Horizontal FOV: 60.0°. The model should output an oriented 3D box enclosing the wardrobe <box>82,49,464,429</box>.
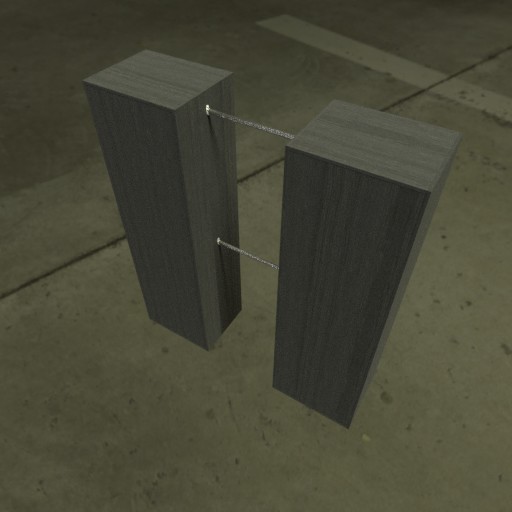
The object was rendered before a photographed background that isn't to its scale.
[{"bbox_3d":[0.000,0.000,2.768,1.770,2.000,0.480,24,50,22],"label":"wardrobe"}]
